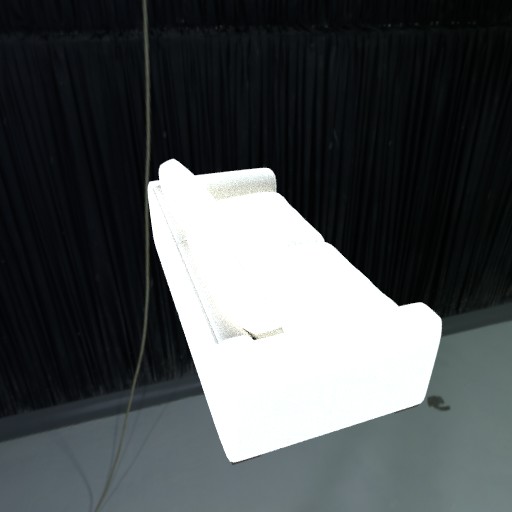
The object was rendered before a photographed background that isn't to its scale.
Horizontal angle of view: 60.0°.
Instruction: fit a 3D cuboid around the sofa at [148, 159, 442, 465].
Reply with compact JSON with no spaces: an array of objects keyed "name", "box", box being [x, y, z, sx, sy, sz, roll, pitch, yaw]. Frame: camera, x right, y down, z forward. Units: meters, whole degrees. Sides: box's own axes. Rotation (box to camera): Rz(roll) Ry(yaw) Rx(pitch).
[{"name":"sofa","box":[0.000,0.000,2.839,1.070,0.801,2.262,-10,32,-17]}]
